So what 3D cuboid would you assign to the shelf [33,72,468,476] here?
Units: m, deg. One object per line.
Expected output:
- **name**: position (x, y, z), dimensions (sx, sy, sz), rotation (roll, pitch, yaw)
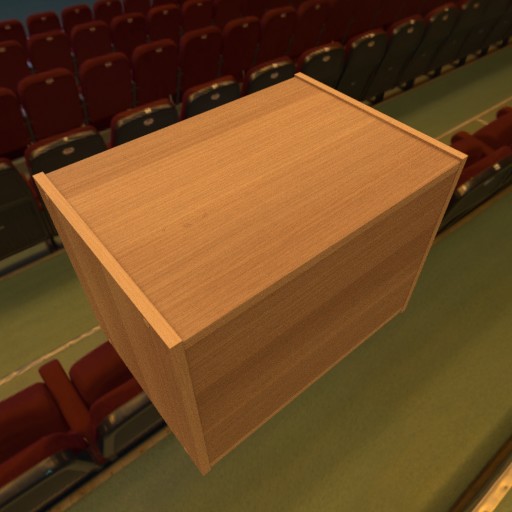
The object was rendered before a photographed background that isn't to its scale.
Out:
- **shelf**: position (0.000, 0.000, 0.624), dimensions (0.415, 0.305, 0.290), rotation (-31, 54, -26)
